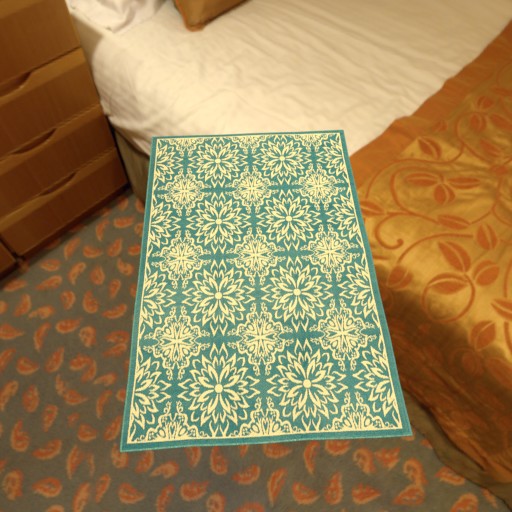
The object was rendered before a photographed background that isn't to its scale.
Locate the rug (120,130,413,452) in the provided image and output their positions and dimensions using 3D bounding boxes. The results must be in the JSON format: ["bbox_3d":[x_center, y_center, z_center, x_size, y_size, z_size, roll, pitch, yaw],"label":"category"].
[{"bbox_3d":[0.000,0.000,3.494,1.830,0.018,2.769,-3,58,-2],"label":"rug"}]
